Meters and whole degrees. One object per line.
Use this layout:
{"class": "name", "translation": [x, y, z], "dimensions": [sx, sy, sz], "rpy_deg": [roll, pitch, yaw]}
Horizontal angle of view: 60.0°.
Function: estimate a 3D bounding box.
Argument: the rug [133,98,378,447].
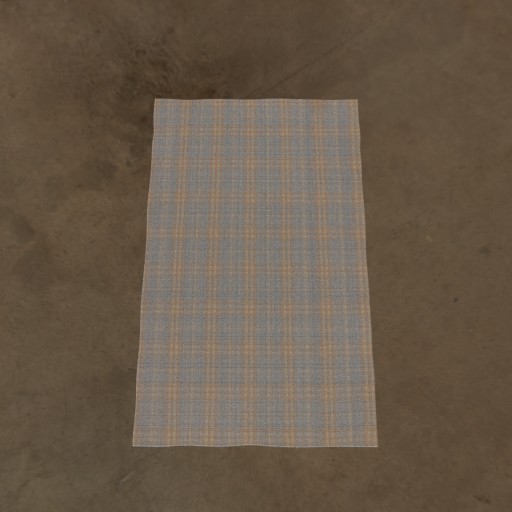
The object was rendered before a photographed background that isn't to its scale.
{"class": "rug", "translation": [0.000, 0.000, 3.065], "dimensions": [1.545, 0.016, 2.460], "rpy_deg": [0, 76, 0]}
